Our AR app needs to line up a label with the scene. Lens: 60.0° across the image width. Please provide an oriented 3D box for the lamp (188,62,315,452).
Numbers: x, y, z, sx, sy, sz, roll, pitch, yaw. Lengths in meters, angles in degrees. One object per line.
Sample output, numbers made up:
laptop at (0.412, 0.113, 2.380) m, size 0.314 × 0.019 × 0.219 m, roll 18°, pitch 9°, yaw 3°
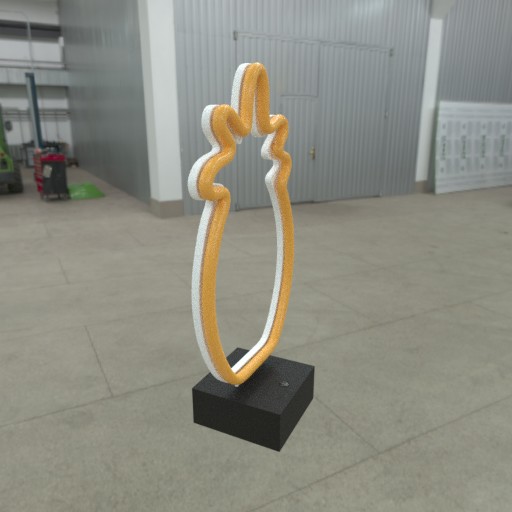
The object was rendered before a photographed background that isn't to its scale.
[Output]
lamp at (0.000, 0.000, 0.392) m, size 0.088 × 0.317 × 0.167 m, roll 8°, pitch 18°, yaw 25°
